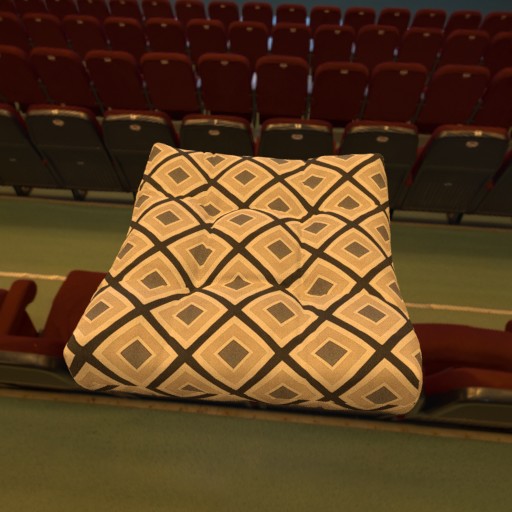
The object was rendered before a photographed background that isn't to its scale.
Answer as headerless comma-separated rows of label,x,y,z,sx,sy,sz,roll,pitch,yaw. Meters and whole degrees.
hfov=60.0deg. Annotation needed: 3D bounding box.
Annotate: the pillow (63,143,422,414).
pillow,0.000,0.000,0.730,0.468,0.128,0.490,3,47,3
